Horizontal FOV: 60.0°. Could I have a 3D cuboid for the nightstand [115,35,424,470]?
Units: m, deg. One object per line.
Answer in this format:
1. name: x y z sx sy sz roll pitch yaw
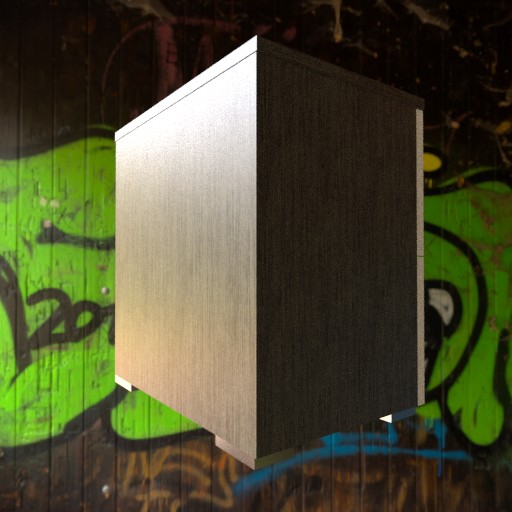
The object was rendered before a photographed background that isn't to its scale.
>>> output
1. nightstand: 0.000 0.000 0.741 0.325 0.460 0.441 1 -1 -37
